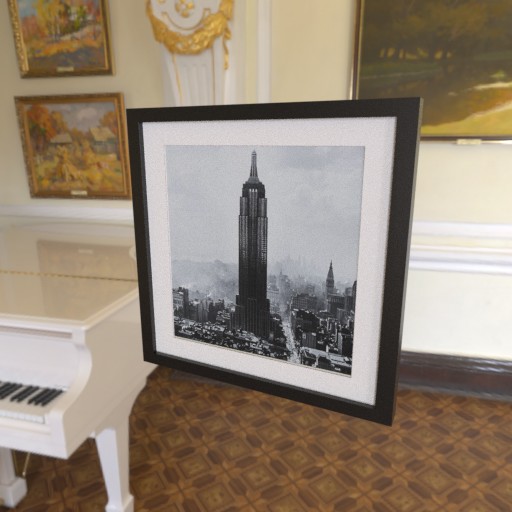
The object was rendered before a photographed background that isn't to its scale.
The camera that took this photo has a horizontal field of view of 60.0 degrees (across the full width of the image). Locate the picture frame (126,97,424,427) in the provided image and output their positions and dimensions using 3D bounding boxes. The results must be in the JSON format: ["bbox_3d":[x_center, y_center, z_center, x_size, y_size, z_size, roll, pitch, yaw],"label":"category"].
[{"bbox_3d":[0.000,0.000,0.545,0.355,0.353,0.029,7,16,25],"label":"picture frame"}]
